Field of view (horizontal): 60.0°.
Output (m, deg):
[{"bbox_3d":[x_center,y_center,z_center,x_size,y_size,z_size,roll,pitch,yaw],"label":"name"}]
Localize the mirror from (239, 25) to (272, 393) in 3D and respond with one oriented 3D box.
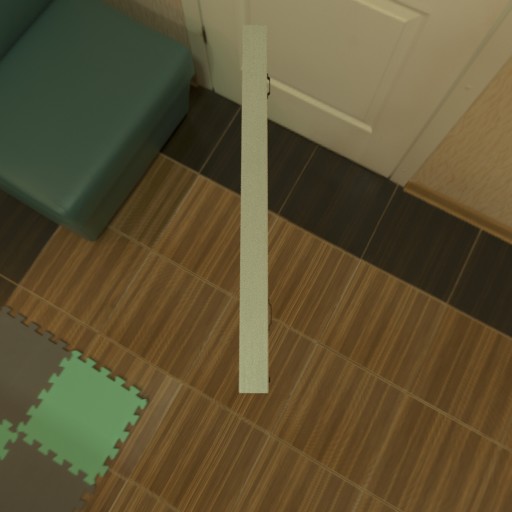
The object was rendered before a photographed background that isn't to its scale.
[{"bbox_3d":[0.000,0.000,0.920,0.039,0.710,0.507,0,76,0],"label":"mirror"}]
